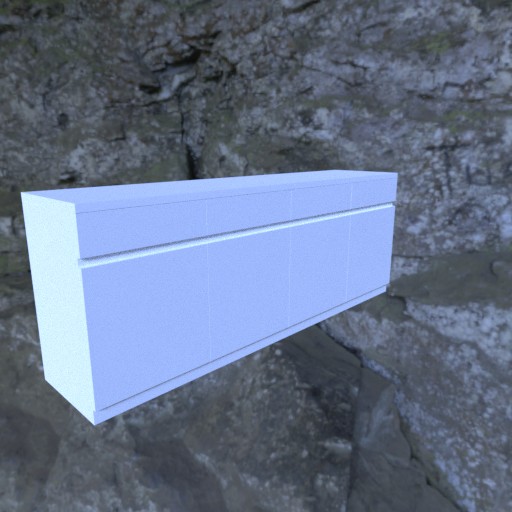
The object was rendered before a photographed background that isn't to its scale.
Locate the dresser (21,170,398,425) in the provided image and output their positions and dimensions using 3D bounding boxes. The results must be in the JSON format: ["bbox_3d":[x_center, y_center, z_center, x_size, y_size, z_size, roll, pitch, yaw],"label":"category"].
[{"bbox_3d":[0.000,0.000,2.484,0.500,0.840,2.200,14,20,43],"label":"dresser"}]
